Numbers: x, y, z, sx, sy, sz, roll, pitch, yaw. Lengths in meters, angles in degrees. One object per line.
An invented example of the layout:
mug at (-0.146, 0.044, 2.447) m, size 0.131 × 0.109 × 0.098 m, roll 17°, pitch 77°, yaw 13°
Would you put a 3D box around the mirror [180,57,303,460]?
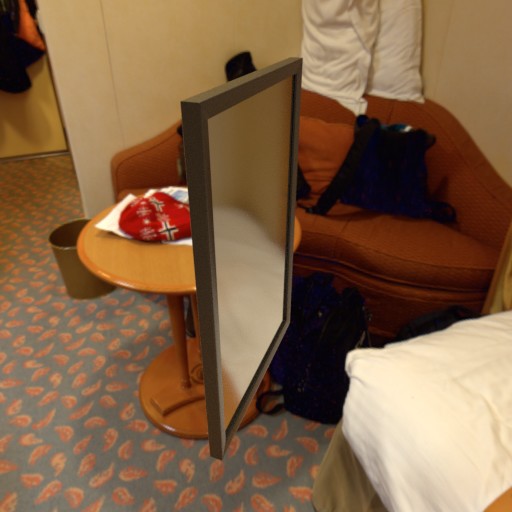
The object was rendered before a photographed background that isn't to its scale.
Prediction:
mirror at (0.000, 0.000, 1.191) m, size 0.040 × 0.915 × 0.609 m, roll 11°, pitch 32°, yaw 18°
